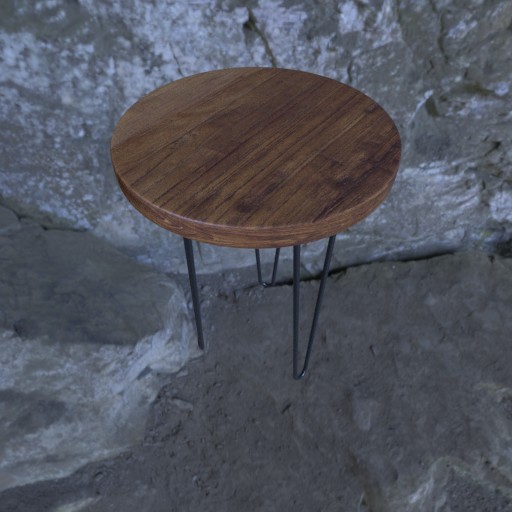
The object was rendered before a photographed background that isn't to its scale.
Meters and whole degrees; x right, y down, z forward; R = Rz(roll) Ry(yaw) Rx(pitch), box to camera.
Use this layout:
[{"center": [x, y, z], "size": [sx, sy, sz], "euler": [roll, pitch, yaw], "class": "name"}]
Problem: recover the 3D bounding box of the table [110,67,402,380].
[{"center": [0.000, 0.000, 0.809], "size": [0.400, 0.520, 0.400], "euler": [0, 47, 0], "class": "table"}]
